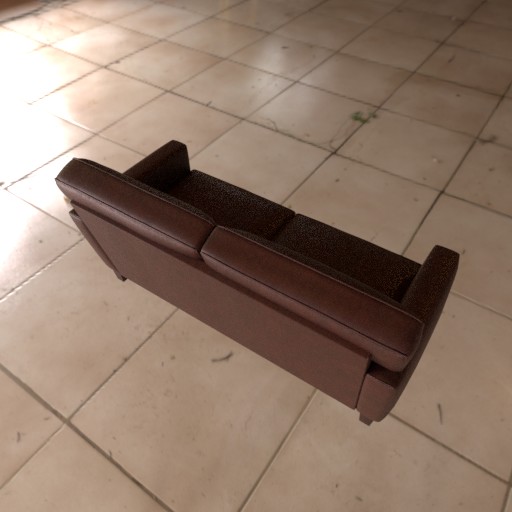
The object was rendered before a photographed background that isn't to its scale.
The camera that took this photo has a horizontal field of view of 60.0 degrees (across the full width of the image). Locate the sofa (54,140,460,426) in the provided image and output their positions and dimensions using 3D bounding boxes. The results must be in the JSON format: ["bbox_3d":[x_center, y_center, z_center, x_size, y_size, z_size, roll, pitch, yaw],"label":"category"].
[{"bbox_3d":[0.000,0.000,2.349,1.876,0.928,0.912,26,52,22],"label":"sofa"}]
